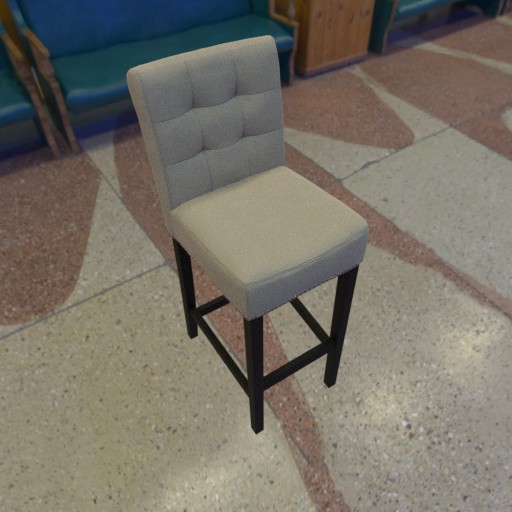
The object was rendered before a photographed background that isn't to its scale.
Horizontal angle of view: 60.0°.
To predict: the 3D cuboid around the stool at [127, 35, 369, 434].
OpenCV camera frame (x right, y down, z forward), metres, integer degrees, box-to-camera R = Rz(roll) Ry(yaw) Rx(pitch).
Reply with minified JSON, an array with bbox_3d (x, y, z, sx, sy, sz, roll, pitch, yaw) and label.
[{"bbox_3d":[0.000,0.000,1.326,0.411,1.047,0.548,-25,51,-22],"label":"stool"}]
